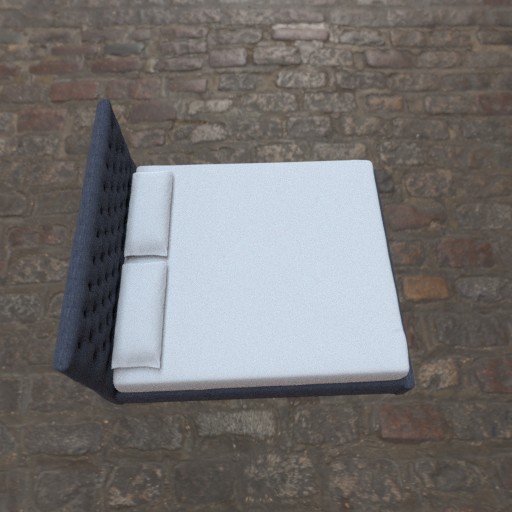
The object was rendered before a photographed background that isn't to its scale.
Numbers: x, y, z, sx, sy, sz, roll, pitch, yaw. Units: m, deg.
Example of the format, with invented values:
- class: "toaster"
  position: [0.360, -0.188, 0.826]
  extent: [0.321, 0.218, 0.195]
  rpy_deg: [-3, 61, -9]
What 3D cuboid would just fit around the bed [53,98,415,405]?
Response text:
- class: "bed"
  position: [0.000, 0.000, 3.563]
  extent: [2.387, 1.427, 2.078]
  rpy_deg: [-2, 64, -1]
